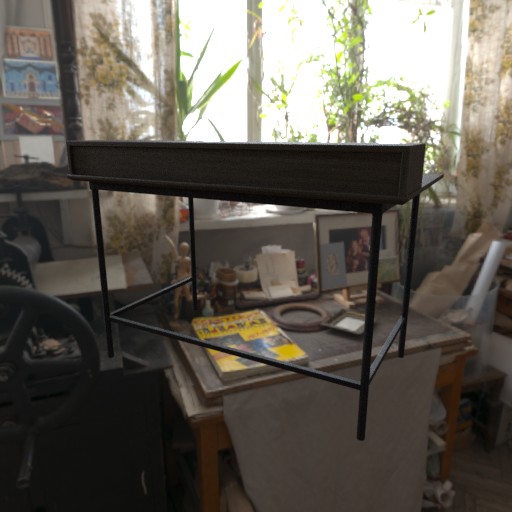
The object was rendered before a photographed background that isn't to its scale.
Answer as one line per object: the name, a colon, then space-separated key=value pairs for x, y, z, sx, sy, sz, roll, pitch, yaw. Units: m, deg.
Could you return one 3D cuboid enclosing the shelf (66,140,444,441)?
shelf: x=0.000 y=0.000 z=1.719 sx=1.212 sy=0.865 sz=0.685 roll=8 pitch=18 yaw=28
